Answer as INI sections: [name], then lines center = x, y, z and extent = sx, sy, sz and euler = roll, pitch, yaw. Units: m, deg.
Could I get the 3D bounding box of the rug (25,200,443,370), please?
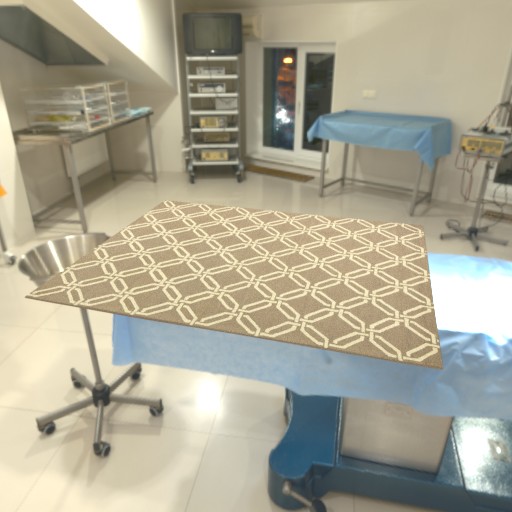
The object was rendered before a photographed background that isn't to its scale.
[rug]
center = 0.000, 0.000, 3.893
extent = 2.895, 0.018, 2.288
euler = 7, 27, 14
